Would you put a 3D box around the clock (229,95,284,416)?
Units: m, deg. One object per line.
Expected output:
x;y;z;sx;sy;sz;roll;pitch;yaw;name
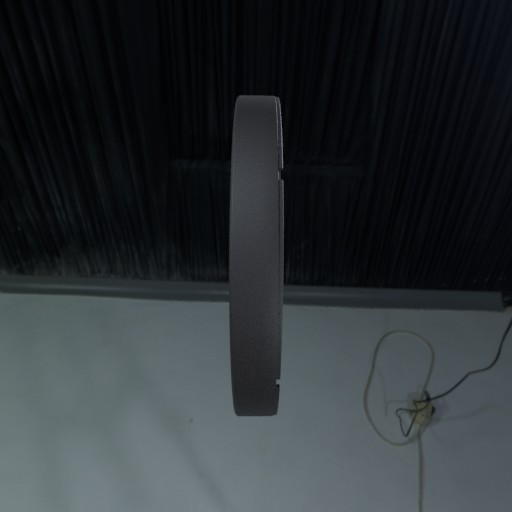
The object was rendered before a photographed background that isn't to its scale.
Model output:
0.000;0.000;0.431;0.040;0.293;0.293;0;41;0;clock
